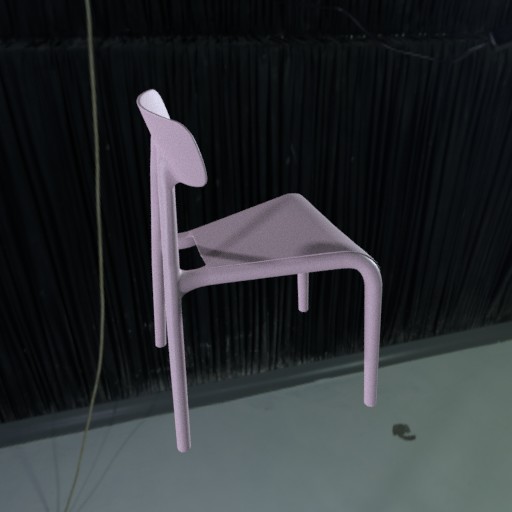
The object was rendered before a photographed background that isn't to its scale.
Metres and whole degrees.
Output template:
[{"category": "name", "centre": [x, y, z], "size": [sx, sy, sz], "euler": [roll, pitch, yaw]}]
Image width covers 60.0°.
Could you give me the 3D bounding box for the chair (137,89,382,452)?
[{"category": "chair", "centre": [0.000, 0.000, 0.842], "size": [0.401, 0.580, 0.356], "euler": [-10, 31, -16]}]
